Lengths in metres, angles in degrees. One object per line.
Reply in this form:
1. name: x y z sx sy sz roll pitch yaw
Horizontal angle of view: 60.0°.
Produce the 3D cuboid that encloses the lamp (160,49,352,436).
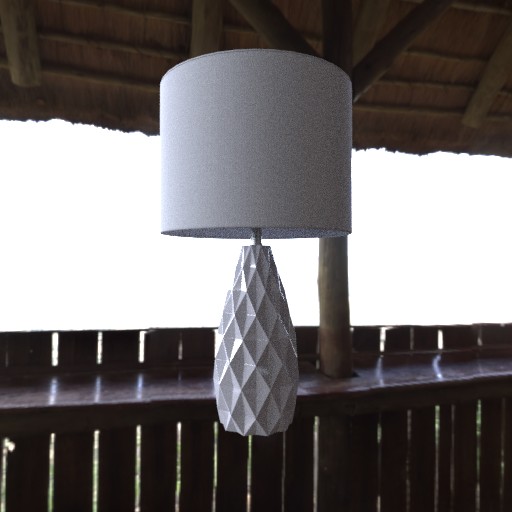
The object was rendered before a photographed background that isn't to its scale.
1. lamp: 0.000 0.000 0.698 0.297 0.522 0.297 0 -1 0
